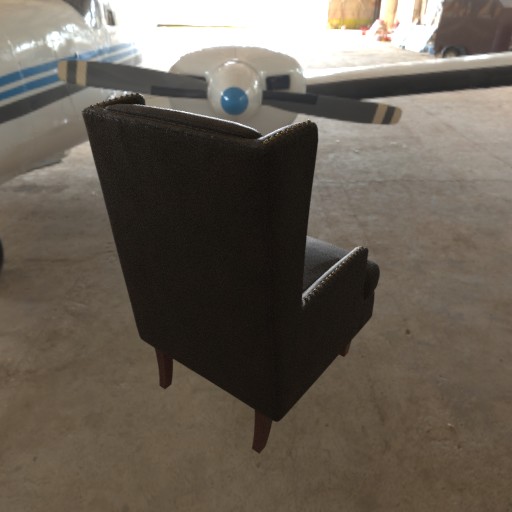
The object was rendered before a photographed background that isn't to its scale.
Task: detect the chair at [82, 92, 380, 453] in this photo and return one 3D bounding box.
[{"bbox_3d":[0.000,0.000,1.644,0.703,1.142,0.799,21,35,32],"label":"chair"}]
